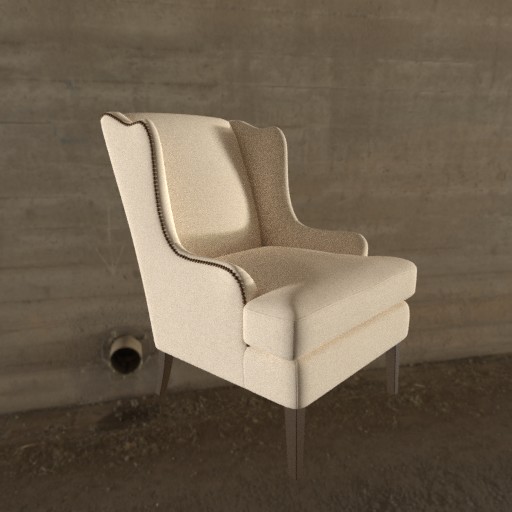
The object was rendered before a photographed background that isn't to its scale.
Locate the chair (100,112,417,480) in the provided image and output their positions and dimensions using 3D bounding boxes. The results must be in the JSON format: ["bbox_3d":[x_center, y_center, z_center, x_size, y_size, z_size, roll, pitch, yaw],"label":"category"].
[{"bbox_3d":[0.000,0.000,1.621,0.940,1.029,0.737,12,18,41],"label":"chair"}]
